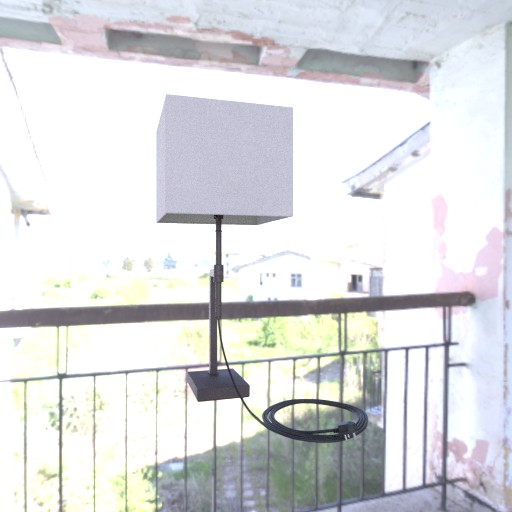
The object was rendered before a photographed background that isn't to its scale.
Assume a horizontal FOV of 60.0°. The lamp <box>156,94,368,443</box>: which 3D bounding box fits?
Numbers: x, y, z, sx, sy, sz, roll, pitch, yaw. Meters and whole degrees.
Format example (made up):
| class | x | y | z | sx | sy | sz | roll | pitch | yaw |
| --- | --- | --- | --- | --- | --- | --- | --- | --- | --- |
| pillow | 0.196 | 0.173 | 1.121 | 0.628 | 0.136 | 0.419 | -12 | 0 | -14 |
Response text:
| class | x | y | z | sx | sy | sz | roll | pitch | yaw |
| --- | --- | --- | --- | --- | --- | --- | --- | --- | --- |
| lamp | 0.000 | 0.000 | 0.983 | 0.399 | 0.660 | 0.504 | 0 | 0 | -17 |
